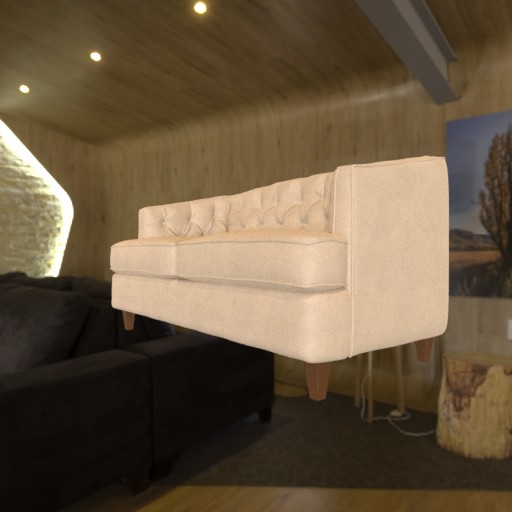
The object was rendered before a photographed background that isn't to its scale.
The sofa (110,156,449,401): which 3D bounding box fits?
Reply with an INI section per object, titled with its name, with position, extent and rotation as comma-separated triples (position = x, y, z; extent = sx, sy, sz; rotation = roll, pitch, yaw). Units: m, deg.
[sofa]
position = 0.000, 0.000, 2.219
extent = 0.940, 0.878, 1.731
rotation = 0, 0, -37
